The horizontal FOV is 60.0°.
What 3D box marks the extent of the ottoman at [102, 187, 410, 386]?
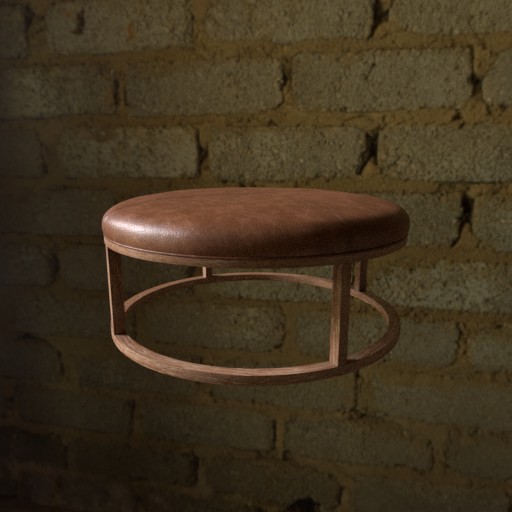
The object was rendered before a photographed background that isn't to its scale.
[{"bbox_3d":[0.000,0.000,1.555,1.006,0.445,1.006,0,13,0],"label":"ottoman"}]
